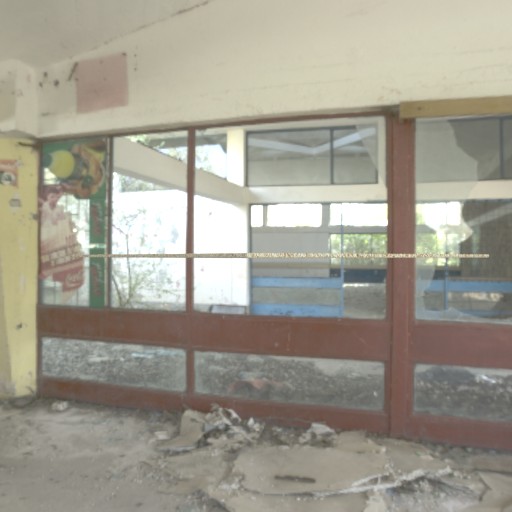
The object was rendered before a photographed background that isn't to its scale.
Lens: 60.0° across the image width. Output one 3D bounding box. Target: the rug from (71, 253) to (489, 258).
[{"bbox_3d":[0.000,0.000,4.010,2.400,0.025,3.000,0,0,-37],"label":"rug"}]
